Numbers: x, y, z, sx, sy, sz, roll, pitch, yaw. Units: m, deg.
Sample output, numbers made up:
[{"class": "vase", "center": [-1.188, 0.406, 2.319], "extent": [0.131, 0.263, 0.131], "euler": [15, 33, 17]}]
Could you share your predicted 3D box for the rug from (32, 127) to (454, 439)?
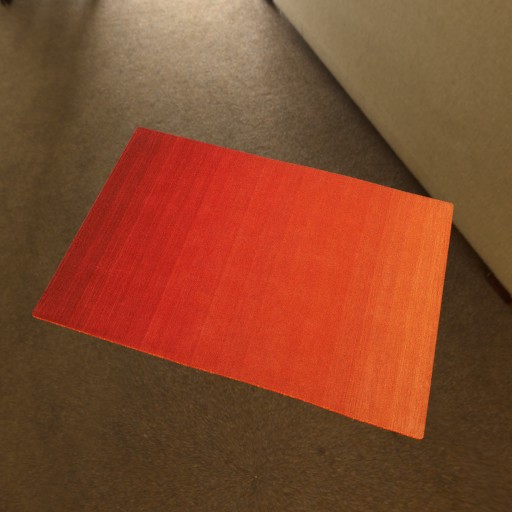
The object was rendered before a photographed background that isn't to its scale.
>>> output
[{"class": "rug", "center": [0.000, 0.000, 2.226], "extent": [1.835, 0.018, 1.230], "euler": [15, 65, 8]}]
